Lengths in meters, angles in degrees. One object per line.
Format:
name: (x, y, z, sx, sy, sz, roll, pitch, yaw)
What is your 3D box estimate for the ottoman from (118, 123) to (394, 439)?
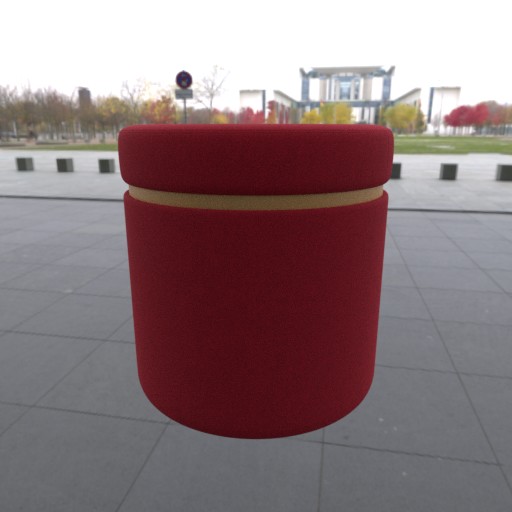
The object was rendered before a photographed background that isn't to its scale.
ottoman: (0.000, 0.000, 0.717, 0.400, 0.406, 0.400, 0, 16, 0)
